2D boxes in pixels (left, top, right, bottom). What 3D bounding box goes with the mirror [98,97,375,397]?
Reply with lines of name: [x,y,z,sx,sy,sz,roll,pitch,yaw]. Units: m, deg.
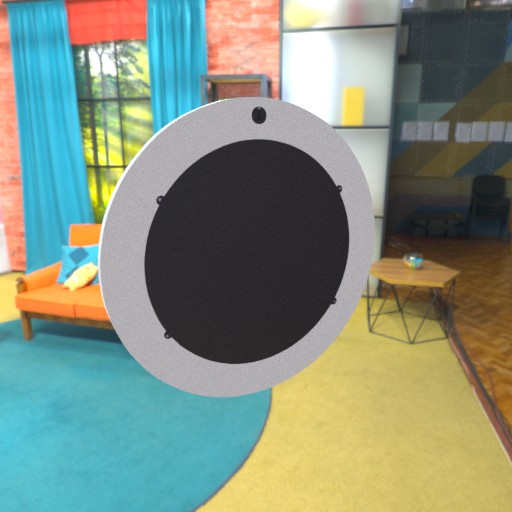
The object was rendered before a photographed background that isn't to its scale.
mirror: [0.000,0.000,1.353,0.914,0.914,0.038,-8,17,-27]
